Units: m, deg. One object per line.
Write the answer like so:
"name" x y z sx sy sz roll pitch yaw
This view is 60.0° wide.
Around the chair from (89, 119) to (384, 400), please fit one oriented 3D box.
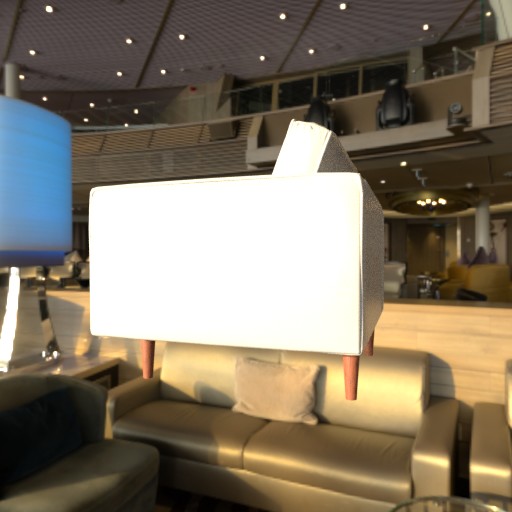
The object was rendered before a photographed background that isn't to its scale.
"chair" 0.000 0.000 1.587 0.843 0.773 0.928 0 0 19
